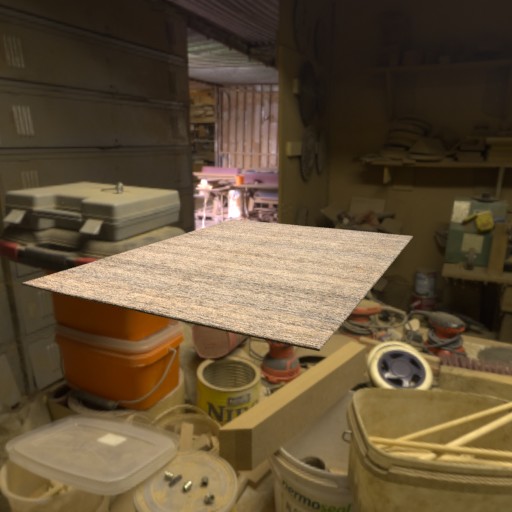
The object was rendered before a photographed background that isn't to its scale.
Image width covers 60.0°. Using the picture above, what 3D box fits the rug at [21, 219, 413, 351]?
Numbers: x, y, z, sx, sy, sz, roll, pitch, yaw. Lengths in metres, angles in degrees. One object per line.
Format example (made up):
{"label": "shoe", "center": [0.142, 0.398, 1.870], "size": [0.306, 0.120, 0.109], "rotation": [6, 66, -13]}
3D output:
{"label": "rug", "center": [0.000, 0.000, 4.252], "size": [2.414, 0.036, 3.199], "rotation": [8, 17, 26]}
